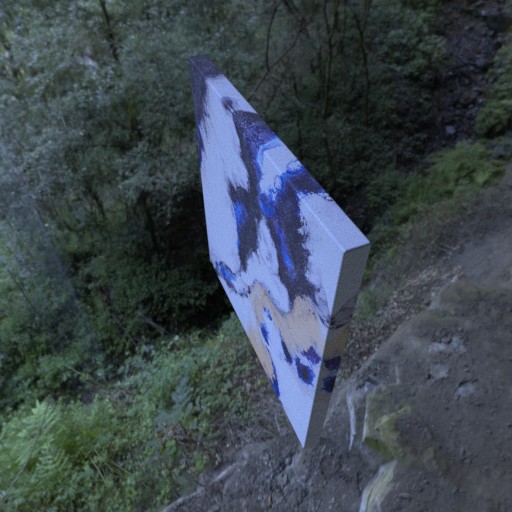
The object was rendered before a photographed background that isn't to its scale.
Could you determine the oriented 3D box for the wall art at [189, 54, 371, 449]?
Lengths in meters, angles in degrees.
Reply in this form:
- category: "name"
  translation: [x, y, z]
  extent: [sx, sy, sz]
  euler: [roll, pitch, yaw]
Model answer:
- category: "wall art"
  translation: [0.000, 0.000, 0.934]
  extent: [0.039, 0.609, 0.609]
  euler: [-17, 49, -16]
